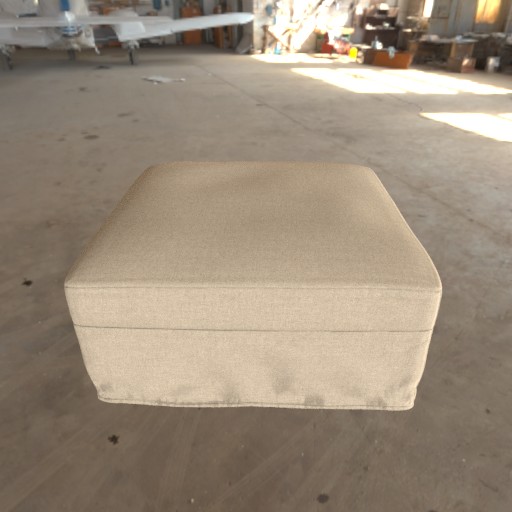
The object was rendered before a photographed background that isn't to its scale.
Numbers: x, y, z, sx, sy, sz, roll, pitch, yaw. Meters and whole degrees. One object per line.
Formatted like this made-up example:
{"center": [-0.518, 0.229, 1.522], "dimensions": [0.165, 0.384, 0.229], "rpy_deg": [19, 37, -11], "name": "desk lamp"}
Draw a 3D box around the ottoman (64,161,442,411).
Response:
{"center": [0.000, 0.000, 1.373], "dimensions": [0.840, 0.436, 0.843], "rpy_deg": [1, 29, 1], "name": "ottoman"}
